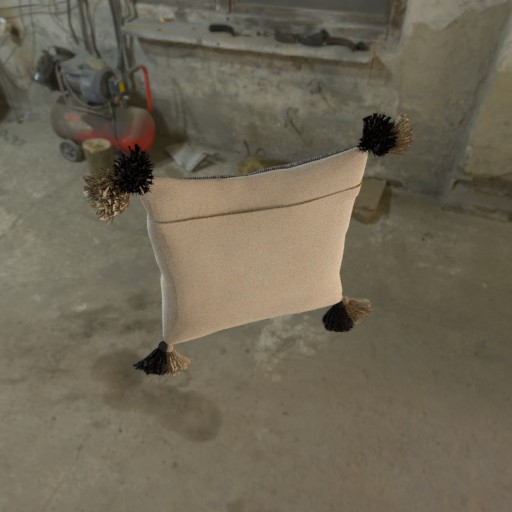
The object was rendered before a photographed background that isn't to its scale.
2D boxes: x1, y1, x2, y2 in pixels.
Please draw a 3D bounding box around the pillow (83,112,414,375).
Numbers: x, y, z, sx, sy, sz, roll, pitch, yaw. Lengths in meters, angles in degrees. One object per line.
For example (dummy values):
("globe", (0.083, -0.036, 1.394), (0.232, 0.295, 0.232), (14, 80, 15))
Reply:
("pillow", (0.000, 0.000, 1.002), (0.654, 0.659, 0.170), (-11, 44, -12))
